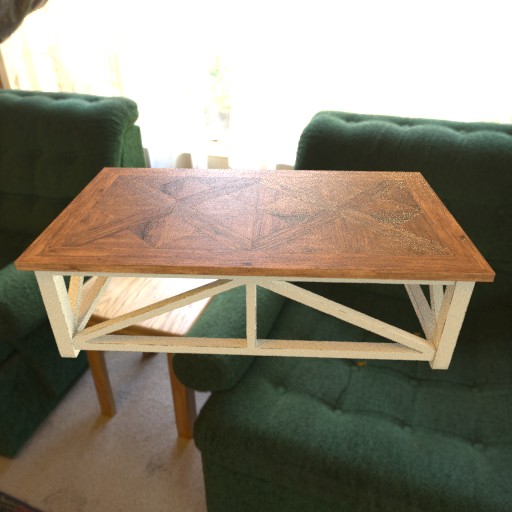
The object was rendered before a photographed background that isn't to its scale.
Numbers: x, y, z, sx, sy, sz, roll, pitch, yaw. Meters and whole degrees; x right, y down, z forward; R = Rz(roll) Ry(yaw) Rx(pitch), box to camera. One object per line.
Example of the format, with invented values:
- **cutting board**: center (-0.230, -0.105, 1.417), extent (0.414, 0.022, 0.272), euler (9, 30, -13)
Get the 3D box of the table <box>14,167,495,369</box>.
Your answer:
- **table**: center (0.000, 0.000, 1.734), extent (1.400, 0.410, 0.800), euler (1, 32, 2)
